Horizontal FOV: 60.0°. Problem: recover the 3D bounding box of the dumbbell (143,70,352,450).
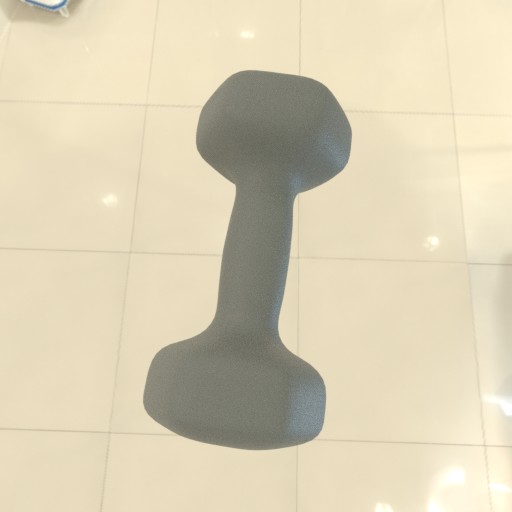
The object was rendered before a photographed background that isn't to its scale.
[{"bbox_3d":[0.000,0.000,0.233,0.090,0.081,0.184,9,75,2],"label":"dumbbell"}]
